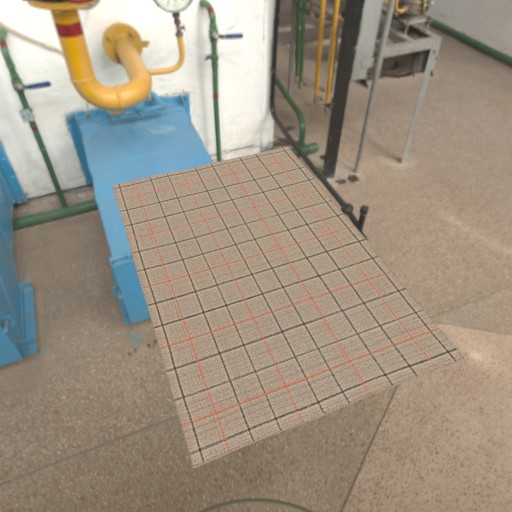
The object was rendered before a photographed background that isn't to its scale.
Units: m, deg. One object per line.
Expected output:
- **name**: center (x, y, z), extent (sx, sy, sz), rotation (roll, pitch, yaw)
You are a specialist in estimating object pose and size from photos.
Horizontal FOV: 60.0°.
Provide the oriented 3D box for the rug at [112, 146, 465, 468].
- **rug**: center (0.000, 0.000, 2.356), extent (1.220, 0.013, 1.829), rotation (-16, 48, -15)
